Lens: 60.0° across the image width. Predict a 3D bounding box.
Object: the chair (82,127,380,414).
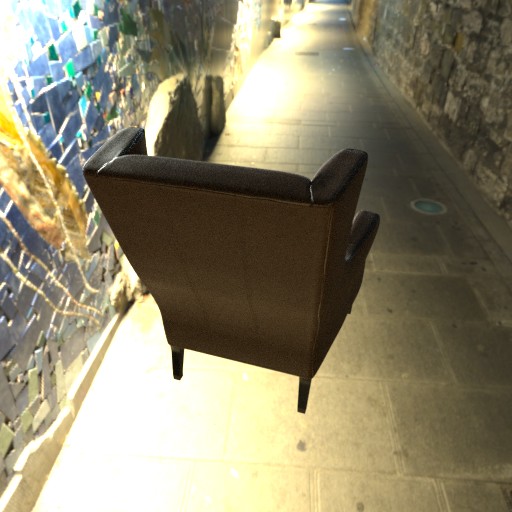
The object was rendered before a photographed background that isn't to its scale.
[{"bbox_3d":[0.000,0.000,1.689,0.852,1.016,0.925,10,33,15],"label":"chair"}]
